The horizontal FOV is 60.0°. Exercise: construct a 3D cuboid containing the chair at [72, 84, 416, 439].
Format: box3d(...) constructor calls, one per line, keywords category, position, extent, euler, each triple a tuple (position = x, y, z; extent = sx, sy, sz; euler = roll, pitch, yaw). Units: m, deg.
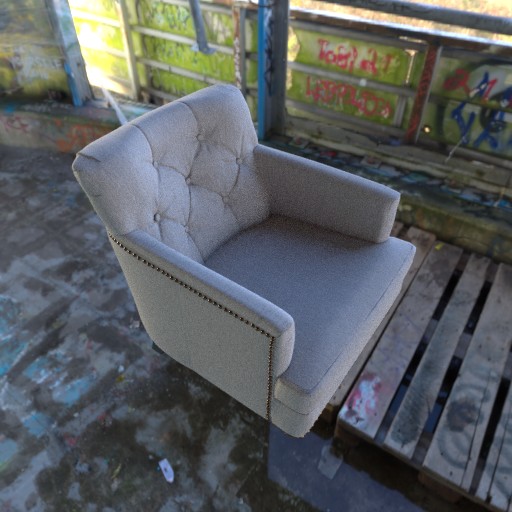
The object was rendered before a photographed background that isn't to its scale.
box3d(category="chair", position=(0.000, 0.000, 1.522), extent=(0.902, 0.823, 0.737), euler=(26, 48, 26))
